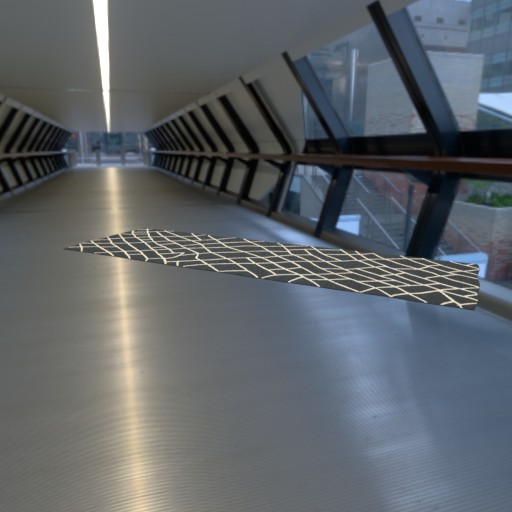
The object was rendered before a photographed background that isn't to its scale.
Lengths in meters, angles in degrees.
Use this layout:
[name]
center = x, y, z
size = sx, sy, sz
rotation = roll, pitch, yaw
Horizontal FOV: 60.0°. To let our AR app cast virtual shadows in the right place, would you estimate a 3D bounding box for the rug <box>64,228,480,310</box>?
[rug]
center = 0.000, 0.000, 2.727
size = 2.476, 0.010, 0.807
rotation = 7, 16, 26
